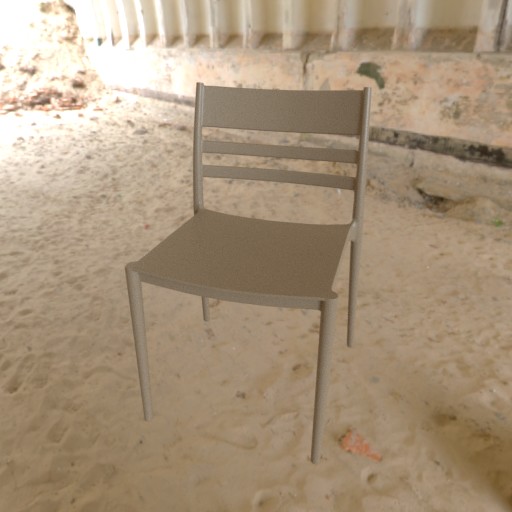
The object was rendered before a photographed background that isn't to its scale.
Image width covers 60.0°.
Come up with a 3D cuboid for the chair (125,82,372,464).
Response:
[{"bbox_3d":[0.000,0.000,1.152,0.531,0.800,0.511,8,27,15],"label":"chair"}]
